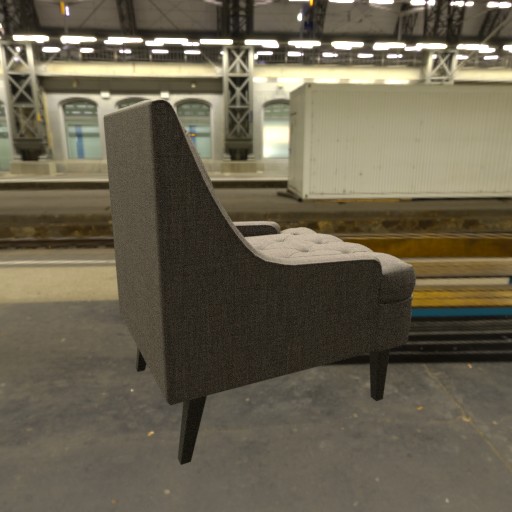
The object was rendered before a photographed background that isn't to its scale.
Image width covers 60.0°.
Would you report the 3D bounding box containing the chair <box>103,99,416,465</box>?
[{"bbox_3d":[0.000,0.000,1.404,0.771,0.891,0.655,-7,16,-25],"label":"chair"}]
